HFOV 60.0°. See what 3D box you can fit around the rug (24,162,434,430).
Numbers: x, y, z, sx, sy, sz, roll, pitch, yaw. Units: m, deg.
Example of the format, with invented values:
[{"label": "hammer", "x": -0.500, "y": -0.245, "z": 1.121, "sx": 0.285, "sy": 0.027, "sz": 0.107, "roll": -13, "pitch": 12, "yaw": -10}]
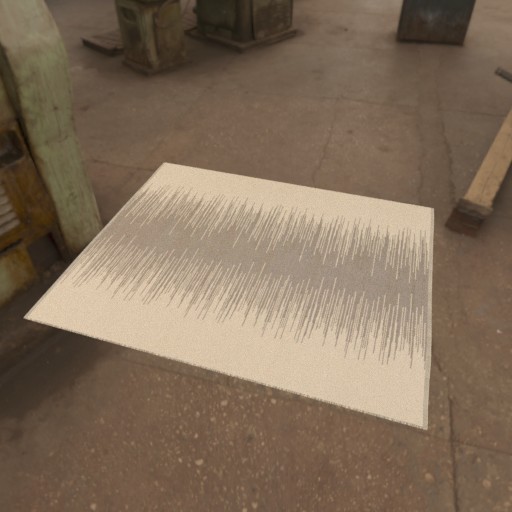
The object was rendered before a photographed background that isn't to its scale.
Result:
[{"label": "rug", "x": 0.000, "y": 0.000, "z": 3.973, "sx": 3.037, "sy": 0.010, "sz": 2.453, "roll": 12, "pitch": 44, "yaw": 13}]
